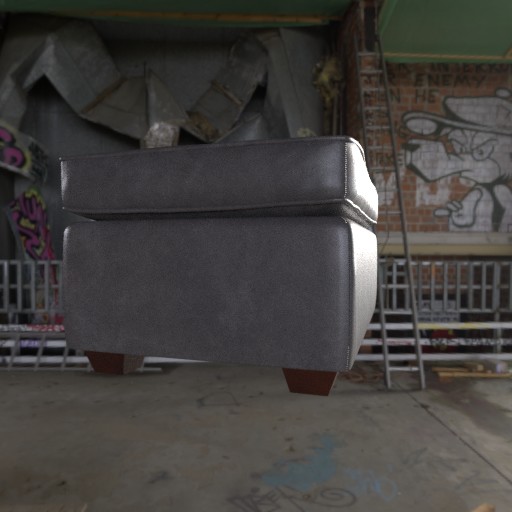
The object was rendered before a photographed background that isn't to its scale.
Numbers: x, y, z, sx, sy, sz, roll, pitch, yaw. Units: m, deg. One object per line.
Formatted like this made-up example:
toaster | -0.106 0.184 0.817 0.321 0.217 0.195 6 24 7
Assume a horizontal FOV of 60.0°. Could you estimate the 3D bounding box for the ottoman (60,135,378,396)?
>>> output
ottoman | 0.000 0.000 1.093 0.554 0.445 0.756 0 1 18
